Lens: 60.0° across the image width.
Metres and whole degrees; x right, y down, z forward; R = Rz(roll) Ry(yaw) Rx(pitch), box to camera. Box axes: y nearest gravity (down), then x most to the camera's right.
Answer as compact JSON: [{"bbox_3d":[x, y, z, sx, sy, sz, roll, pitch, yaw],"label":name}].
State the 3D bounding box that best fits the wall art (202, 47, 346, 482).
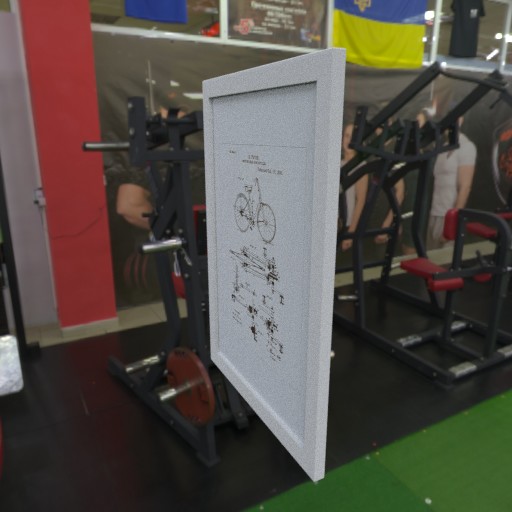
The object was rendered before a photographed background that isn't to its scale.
[{"bbox_3d":[0.000,0.000,0.609,0.015,0.477,0.332,-8,18,-26],"label":"wall art"}]
